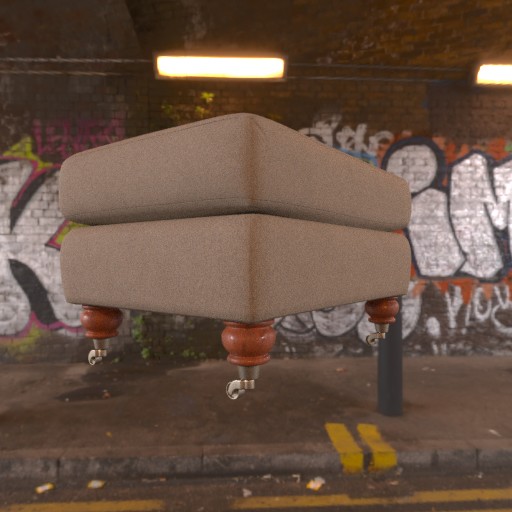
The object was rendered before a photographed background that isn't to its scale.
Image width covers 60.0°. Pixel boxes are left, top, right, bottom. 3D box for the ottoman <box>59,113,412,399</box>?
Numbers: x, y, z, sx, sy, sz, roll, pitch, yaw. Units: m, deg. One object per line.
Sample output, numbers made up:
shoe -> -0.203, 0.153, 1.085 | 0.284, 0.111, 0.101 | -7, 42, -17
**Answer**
ottoman -> 0.000, 0.000, 1.121 | 0.569, 0.504, 0.773 | 0, -1, 37
